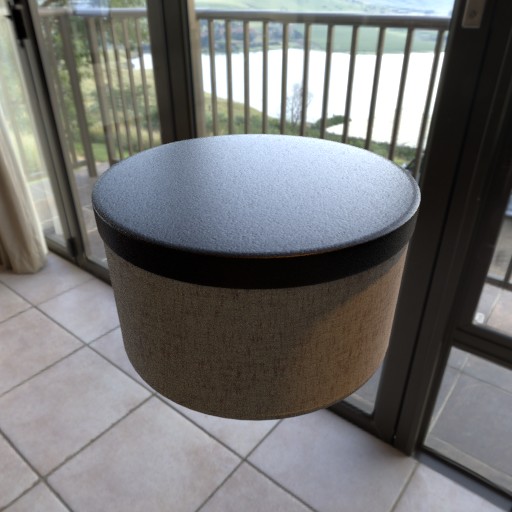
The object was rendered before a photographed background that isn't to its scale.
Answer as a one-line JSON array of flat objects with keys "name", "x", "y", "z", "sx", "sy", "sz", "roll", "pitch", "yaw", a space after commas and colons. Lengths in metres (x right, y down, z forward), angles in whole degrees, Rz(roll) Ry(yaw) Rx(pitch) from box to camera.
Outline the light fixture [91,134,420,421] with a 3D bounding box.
[{"name": "light fixture", "x": 0.000, "y": 0.000, "z": 0.607, "sx": 0.389, "sy": 0.229, "sz": 0.389, "roll": 0, "pitch": 31, "yaw": 0}]
